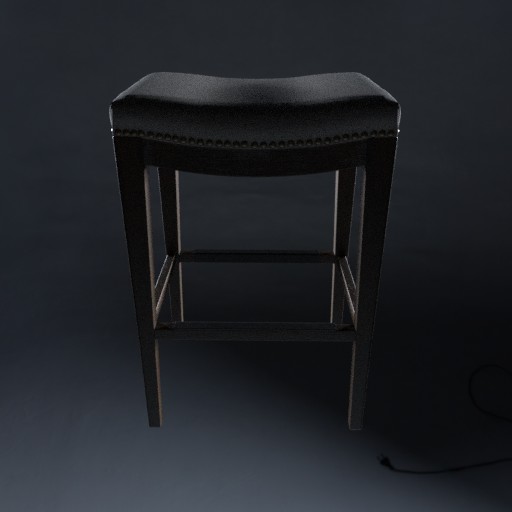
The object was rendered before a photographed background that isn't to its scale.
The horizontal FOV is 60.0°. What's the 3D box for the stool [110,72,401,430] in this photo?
[{"bbox_3d":[0.000,0.000,1.027,0.508,0.762,0.356,0,30,1],"label":"stool"}]
